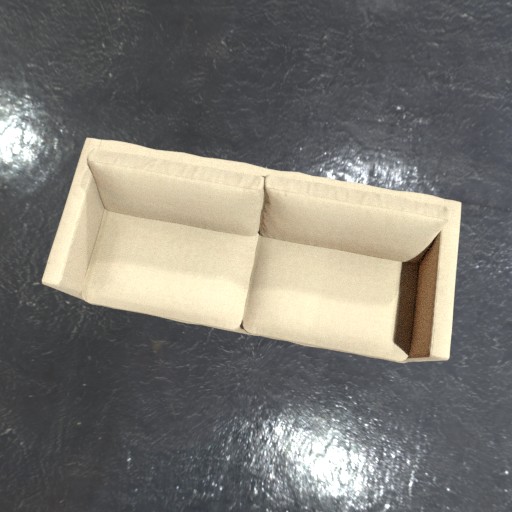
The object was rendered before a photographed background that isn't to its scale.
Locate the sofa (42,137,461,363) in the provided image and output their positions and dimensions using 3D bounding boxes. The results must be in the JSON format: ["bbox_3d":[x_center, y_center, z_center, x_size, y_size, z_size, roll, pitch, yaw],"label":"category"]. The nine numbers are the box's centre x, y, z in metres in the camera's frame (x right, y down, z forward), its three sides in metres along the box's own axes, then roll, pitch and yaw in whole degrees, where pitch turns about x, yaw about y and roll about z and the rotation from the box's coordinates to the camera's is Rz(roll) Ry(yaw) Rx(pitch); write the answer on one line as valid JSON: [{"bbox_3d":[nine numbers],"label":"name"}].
[{"bbox_3d":[0.000,0.000,2.805,2.312,0.853,0.962,10,76,3],"label":"sofa"}]
